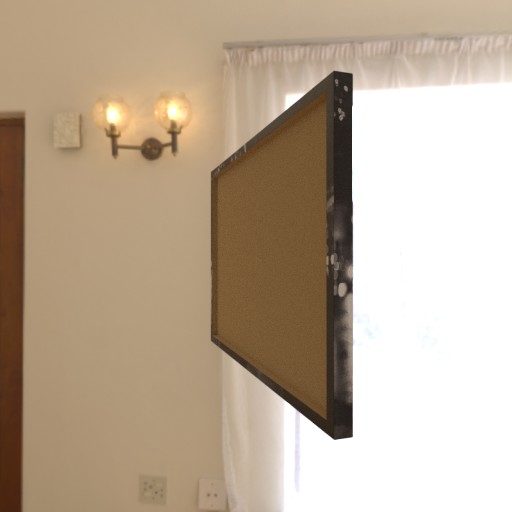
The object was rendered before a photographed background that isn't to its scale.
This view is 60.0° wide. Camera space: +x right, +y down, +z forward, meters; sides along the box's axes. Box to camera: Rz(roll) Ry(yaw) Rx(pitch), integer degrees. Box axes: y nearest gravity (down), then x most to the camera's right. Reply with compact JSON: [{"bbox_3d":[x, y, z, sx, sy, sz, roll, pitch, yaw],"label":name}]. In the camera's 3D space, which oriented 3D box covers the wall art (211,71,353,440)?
[{"bbox_3d":[0.000,0.000,1.167,0.038,0.609,0.914,0,0,-19],"label":"wall art"}]
